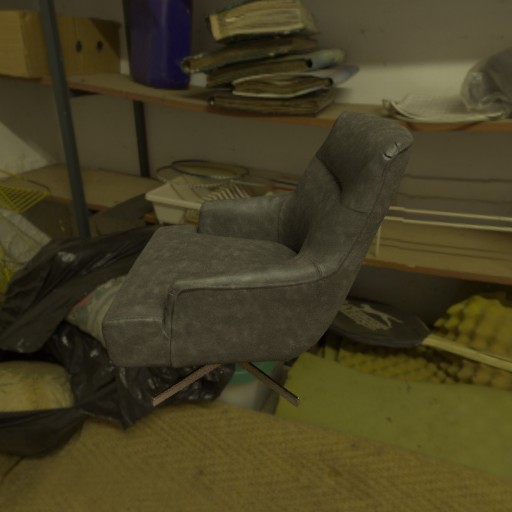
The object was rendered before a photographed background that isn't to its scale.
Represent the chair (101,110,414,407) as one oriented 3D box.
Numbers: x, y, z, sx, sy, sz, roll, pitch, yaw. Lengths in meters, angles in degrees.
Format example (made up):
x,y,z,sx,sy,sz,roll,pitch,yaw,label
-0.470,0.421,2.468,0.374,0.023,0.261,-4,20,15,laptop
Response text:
x,y,z,sx,sy,sz,roll,pitch,yaw,label
0.000,0.000,1.490,0.874,0.870,0.738,0,24,0,chair
